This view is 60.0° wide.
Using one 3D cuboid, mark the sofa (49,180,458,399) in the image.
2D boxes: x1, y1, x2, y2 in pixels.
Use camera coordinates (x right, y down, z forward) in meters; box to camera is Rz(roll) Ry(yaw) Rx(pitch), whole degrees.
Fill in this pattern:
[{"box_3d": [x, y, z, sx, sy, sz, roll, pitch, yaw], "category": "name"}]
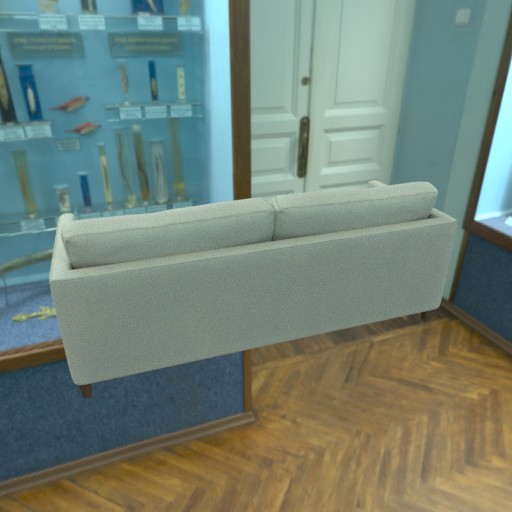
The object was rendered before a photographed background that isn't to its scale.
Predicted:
[{"box_3d": [0.000, 0.000, 2.900, 2.361, 0.968, 0.951, -9, 28, -17], "category": "sofa"}]
